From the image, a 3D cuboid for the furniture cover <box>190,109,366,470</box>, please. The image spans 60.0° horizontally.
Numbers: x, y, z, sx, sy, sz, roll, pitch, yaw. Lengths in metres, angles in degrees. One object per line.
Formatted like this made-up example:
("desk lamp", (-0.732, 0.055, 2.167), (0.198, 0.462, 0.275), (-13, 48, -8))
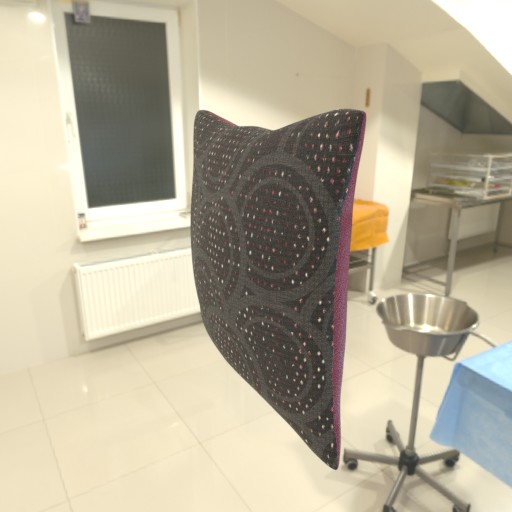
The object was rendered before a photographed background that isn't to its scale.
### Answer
("furniture cover", (0.000, 0.000, 0.810), (0.193, 0.509, 0.552), (-9, 20, -25))
